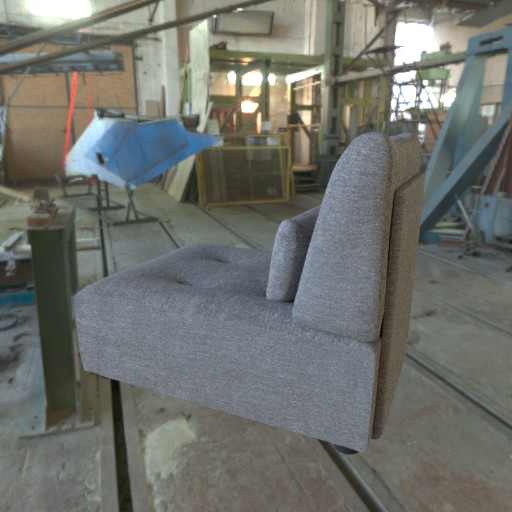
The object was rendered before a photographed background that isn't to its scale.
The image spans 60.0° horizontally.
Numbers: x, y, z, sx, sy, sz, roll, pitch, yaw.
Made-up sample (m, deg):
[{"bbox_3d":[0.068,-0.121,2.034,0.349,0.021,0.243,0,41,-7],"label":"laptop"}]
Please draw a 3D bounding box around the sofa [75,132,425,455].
[{"bbox_3d":[0.000,0.000,1.522,1.000,0.820,0.700,7,17,24],"label":"sofa"}]
